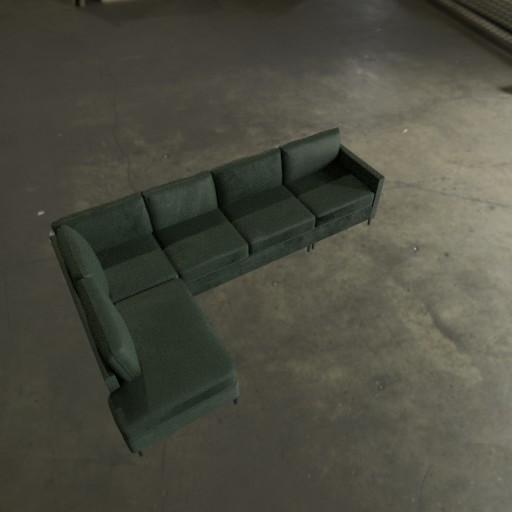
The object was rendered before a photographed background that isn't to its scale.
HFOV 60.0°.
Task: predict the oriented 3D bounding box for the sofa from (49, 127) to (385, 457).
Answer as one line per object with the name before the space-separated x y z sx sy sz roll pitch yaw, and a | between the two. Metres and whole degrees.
sofa | 0.000 0.000 4.279 3.384 0.996 2.048 -23 50 -21
